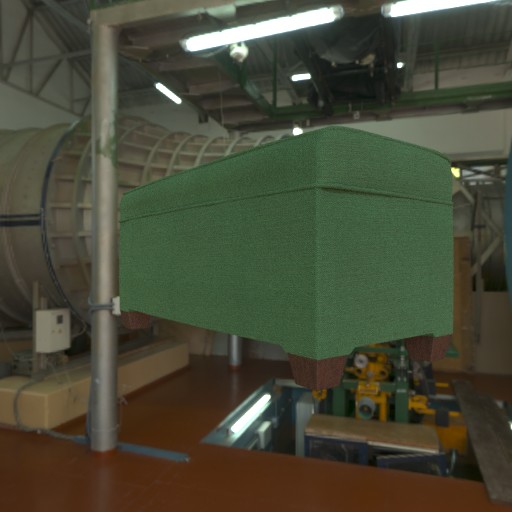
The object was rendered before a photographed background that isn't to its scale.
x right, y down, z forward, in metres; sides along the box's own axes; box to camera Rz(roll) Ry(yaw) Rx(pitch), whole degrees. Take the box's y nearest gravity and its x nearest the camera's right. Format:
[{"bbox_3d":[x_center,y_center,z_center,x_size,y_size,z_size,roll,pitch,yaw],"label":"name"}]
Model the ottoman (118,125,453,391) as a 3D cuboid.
[{"bbox_3d":[0.000,0.000,1.240,0.483,0.471,0.957,0,0,-37],"label":"ottoman"}]
